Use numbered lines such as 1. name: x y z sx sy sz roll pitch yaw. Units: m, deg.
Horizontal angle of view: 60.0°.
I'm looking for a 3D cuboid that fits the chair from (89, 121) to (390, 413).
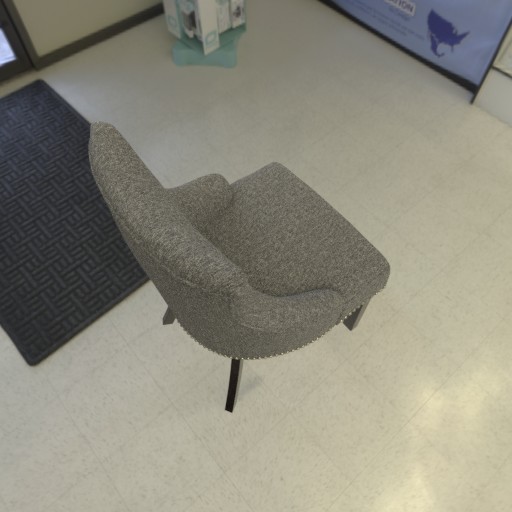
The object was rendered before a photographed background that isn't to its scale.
1. chair: 0.000 0.000 1.278 0.629 0.909 0.566 -34 64 -19
